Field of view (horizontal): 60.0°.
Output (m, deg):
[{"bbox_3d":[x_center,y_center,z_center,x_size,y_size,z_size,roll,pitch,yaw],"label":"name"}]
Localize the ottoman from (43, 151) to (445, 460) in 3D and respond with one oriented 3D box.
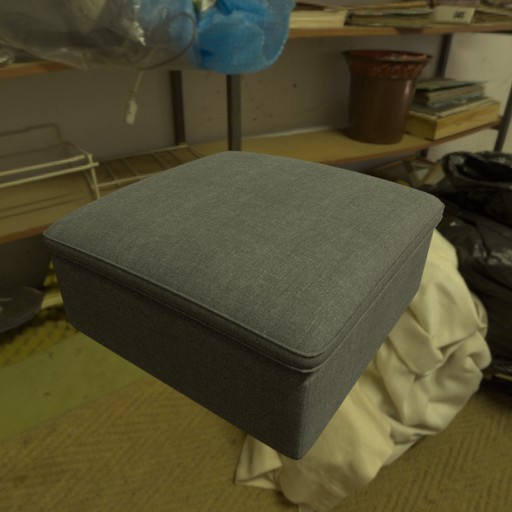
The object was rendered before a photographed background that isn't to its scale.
[{"bbox_3d":[0.000,0.000,1.668,1.067,0.559,1.067,20,36,30],"label":"ottoman"}]
